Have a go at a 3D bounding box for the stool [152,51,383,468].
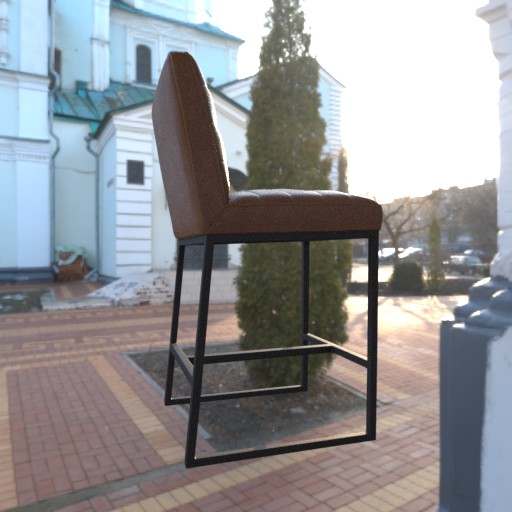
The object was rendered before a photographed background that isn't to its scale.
[{"bbox_3d":[0.000,0.000,1.259,0.556,0.940,0.458,0,1,-18],"label":"stool"}]
